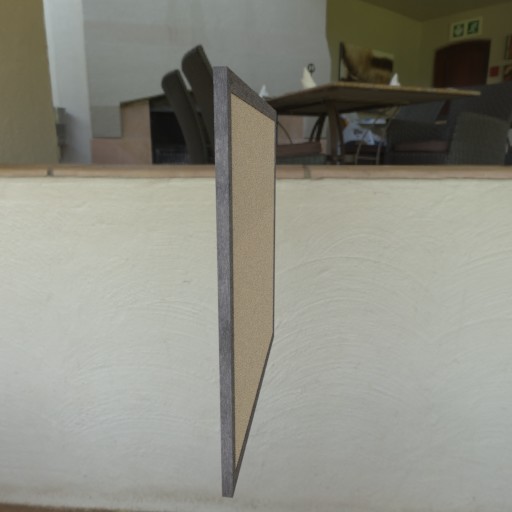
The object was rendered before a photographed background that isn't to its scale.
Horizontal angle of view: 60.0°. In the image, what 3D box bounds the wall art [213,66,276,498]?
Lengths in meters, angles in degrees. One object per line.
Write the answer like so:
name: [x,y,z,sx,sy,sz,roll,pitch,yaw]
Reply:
wall art: [0.000,0.000,0.671,0.013,0.457,0.457,2,13,8]
